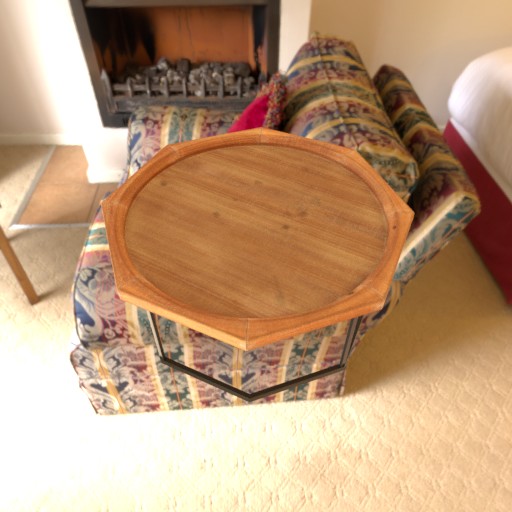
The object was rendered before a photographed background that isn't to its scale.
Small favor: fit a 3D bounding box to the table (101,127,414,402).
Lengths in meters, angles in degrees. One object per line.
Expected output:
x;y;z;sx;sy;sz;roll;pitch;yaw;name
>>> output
0.000;0.000;1.572;1.002;0.444;1.002;0;46;0;table
